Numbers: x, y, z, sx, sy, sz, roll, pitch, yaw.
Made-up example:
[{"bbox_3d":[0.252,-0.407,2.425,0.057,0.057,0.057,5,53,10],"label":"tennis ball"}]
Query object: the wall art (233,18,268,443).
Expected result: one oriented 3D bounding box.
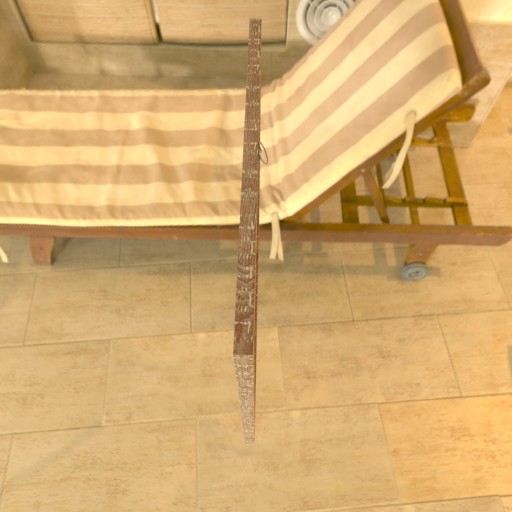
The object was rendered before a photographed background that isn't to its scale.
[{"bbox_3d":[0.000,0.000,0.552,0.022,0.380,0.380,1,59,1],"label":"wall art"}]
